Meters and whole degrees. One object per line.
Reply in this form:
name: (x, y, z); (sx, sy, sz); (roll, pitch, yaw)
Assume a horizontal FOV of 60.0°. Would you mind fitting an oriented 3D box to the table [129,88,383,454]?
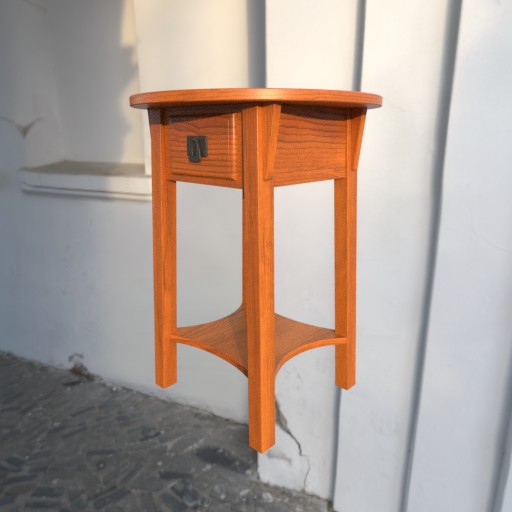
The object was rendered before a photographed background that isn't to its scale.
table: (0.000, 0.000, 0.912); (0.457, 0.610, 0.457); (0, 16, 0)
